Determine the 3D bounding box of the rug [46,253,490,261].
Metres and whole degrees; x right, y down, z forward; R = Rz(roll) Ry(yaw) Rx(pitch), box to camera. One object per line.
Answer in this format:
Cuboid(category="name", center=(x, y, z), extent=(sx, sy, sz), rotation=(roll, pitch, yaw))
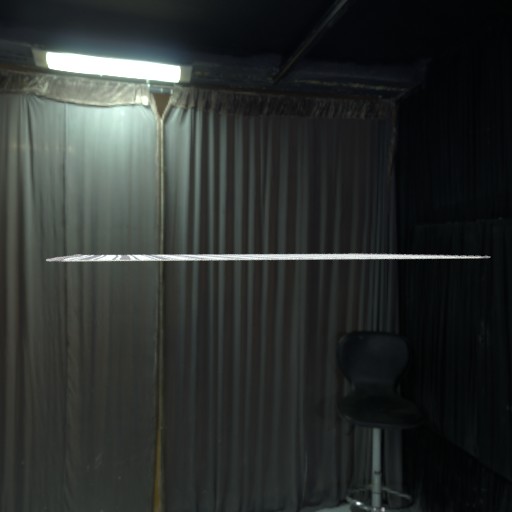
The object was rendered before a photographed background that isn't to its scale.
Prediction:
Cuboid(category="rug", center=(0.000, 0.000, 3.794), extent=(3.040, 0.017, 2.030), rotation=(0, 1, -17))
